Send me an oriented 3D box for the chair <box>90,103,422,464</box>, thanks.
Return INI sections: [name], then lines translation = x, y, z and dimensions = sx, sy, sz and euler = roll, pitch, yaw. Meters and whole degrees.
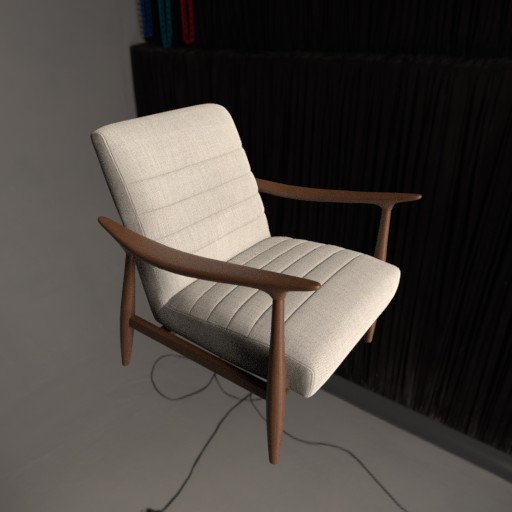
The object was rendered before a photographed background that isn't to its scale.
[chair]
translation = 0.000, 0.000, 1.435
dimensions = 0.798, 0.832, 0.741
euler = 18, 33, 31
